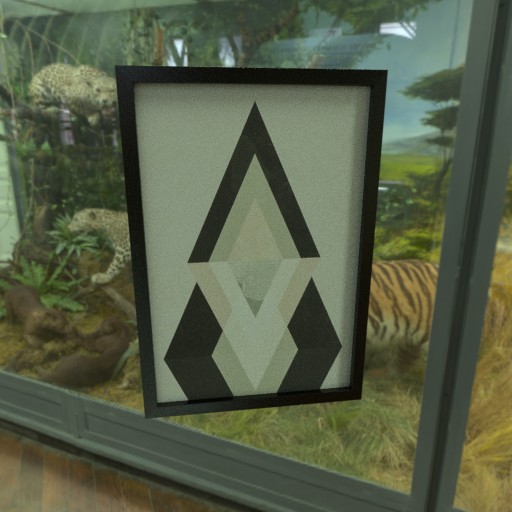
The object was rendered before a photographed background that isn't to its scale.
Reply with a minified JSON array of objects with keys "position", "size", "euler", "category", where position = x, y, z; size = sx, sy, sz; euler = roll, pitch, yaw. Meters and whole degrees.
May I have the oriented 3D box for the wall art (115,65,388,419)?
[{"position":[0.000,0.000,0.580],"size":[0.314,0.455,0.019],"euler":[-2,17,-8],"category":"wall art"}]
